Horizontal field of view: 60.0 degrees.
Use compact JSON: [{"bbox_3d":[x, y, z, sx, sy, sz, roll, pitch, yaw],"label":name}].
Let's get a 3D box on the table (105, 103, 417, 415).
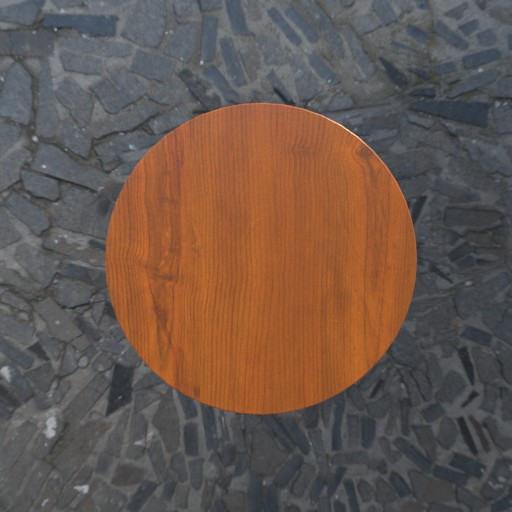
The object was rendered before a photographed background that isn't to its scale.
[{"bbox_3d":[0.000,0.000,0.952,0.457,0.610,0.457,0,91,-2],"label":"table"}]
